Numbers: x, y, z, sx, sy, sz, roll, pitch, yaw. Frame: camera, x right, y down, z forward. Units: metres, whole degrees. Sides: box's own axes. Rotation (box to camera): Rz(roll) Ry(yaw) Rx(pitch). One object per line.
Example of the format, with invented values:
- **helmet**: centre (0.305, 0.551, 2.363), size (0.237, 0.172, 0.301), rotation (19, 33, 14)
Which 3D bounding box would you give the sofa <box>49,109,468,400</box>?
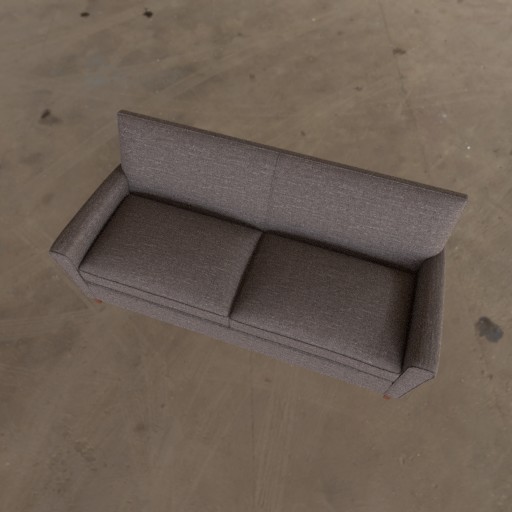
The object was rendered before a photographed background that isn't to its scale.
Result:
- **sofa**: centre (0.000, 0.000, 2.461), size (1.976, 0.846, 0.875), rotation (16, 60, 10)
